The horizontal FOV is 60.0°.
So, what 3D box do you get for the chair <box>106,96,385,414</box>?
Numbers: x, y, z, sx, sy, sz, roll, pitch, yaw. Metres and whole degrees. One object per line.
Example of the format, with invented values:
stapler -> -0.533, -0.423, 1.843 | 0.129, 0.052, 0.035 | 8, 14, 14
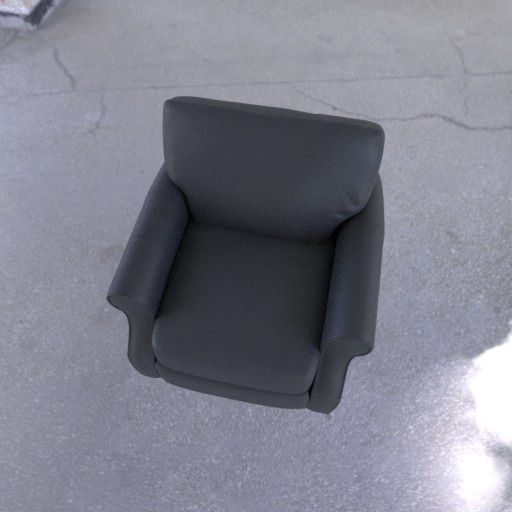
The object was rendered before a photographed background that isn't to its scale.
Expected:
chair -> 0.000, 0.000, 1.817 | 1.015, 0.960, 1.027 | 14, 59, 9
